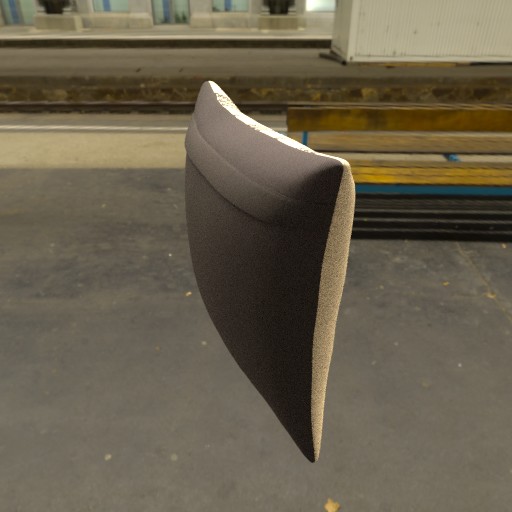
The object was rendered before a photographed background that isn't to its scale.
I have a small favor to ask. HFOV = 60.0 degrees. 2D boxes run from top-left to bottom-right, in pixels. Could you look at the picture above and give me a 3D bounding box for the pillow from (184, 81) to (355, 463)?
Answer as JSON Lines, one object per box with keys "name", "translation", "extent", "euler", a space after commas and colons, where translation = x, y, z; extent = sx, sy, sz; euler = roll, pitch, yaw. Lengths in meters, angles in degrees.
{"name": "pillow", "translation": [0.000, 0.000, 0.628], "extent": [0.173, 0.406, 0.405], "euler": [-12, 33, -18]}
